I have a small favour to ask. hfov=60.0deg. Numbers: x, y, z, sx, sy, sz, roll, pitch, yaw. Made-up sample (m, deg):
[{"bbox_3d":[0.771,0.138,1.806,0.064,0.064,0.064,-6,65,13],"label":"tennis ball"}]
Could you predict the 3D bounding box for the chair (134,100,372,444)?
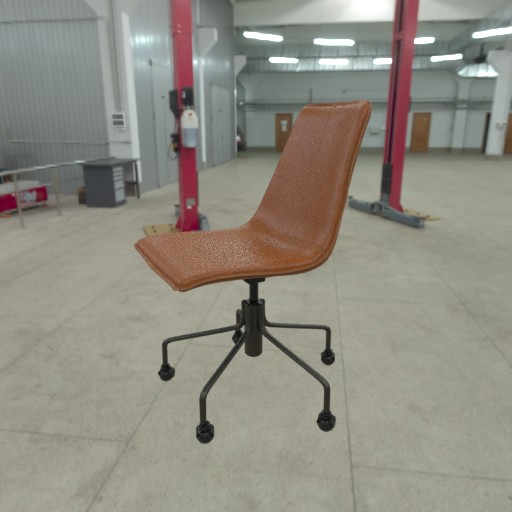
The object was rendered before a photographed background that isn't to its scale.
[{"bbox_3d":[0.000,0.000,1.380,0.660,0.920,0.651,-8,18,-26],"label":"chair"}]
